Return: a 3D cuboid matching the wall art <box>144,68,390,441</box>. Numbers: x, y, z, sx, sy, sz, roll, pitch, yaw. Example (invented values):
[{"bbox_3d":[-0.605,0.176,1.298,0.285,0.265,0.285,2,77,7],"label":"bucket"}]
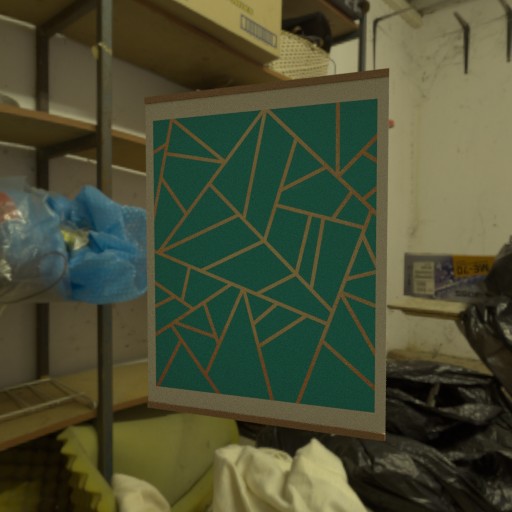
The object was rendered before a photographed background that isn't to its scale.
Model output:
[{"bbox_3d":[0.000,0.000,1.336,0.758,1.016,0.013,1,2,19],"label":"wall art"}]
